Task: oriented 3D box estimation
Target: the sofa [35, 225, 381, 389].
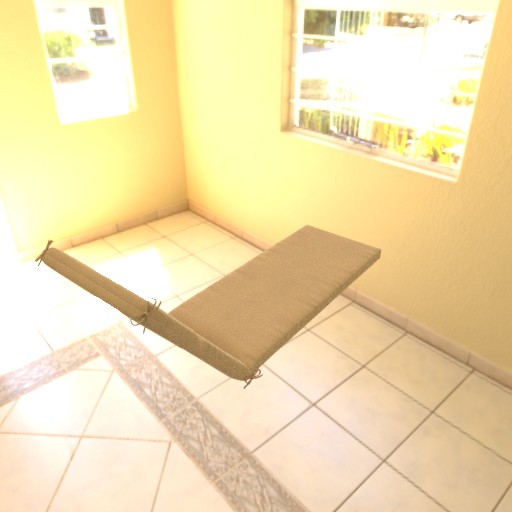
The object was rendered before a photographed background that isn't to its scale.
[{"bbox_3d":[0.000,0.000,1.985,0.582,0.622,1.663,22,37,33],"label":"sofa"}]
